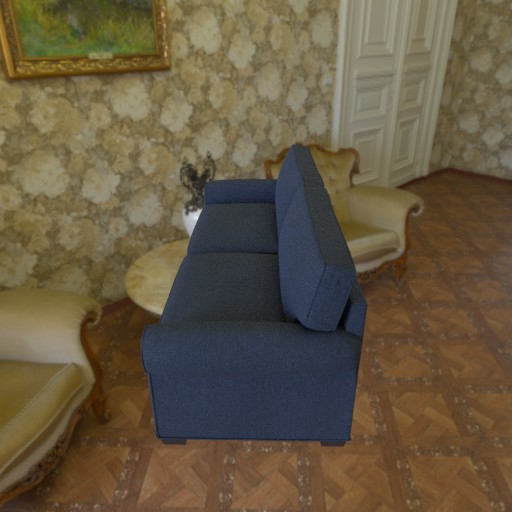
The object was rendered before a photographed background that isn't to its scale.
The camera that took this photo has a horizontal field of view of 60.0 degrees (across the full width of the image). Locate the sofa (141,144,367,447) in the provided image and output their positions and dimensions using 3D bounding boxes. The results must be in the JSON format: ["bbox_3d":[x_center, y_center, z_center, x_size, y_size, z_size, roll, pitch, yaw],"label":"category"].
[{"bbox_3d":[0.000,0.000,2.905,0.954,1.026,2.391,1,26,1],"label":"sofa"}]
